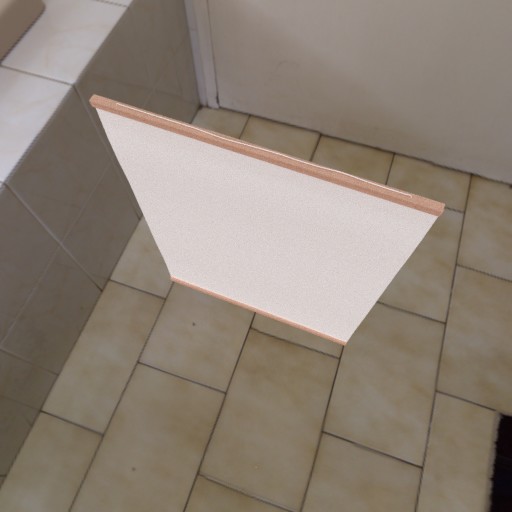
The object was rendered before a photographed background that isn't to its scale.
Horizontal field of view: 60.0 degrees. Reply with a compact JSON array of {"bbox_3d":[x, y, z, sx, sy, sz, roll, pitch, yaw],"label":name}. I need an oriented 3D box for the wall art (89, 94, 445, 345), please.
[{"bbox_3d":[0.000,0.000,1.341,0.758,1.013,0.020,20,66,9],"label":"wall art"}]
